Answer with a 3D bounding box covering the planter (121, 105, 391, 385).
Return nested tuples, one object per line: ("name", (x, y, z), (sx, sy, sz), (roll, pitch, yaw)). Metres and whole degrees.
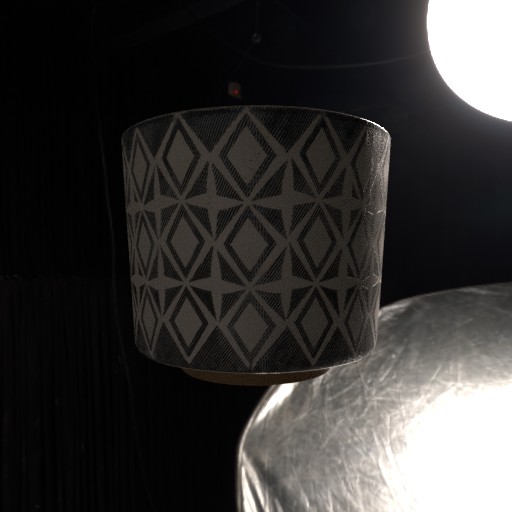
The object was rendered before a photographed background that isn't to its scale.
("planter", (0.000, 0.000, 0.449), (0.260, 0.220, 0.260), (0, 1, 0))
